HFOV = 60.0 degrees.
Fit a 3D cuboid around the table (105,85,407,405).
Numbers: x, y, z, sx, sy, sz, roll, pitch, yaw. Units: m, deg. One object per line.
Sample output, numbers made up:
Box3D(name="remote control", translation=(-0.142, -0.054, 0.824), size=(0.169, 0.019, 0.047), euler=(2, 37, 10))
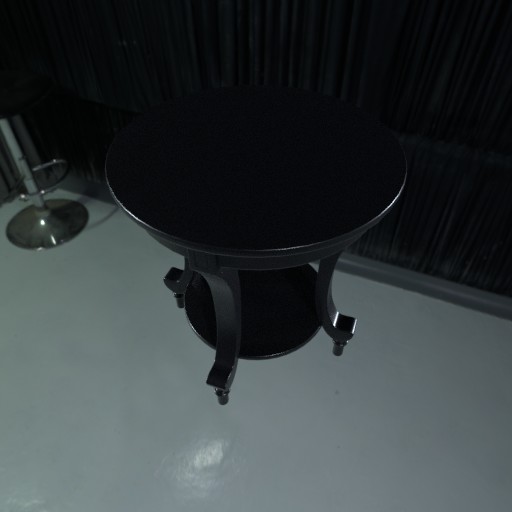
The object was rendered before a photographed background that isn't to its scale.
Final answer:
Box3D(name="table", translation=(0.000, 0.000, 1.117), size=(0.597, 0.618, 0.597), euler=(0, 45, 0))
